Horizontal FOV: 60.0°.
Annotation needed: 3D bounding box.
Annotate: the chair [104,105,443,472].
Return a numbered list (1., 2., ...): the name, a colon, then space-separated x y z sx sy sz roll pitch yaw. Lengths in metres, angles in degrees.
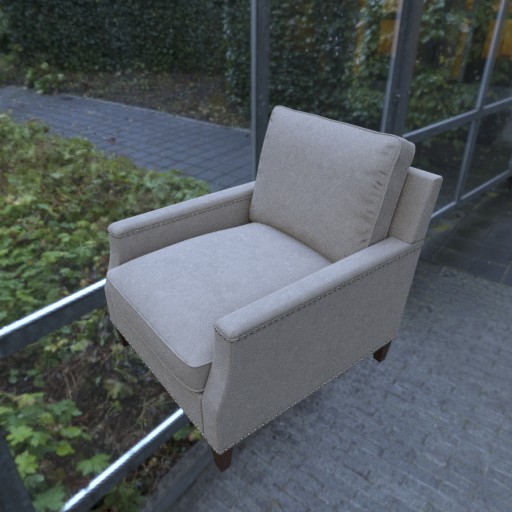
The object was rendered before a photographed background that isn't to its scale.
1. chair: 0.000 0.000 1.724 1.014 0.943 0.853 -22 37 -32
